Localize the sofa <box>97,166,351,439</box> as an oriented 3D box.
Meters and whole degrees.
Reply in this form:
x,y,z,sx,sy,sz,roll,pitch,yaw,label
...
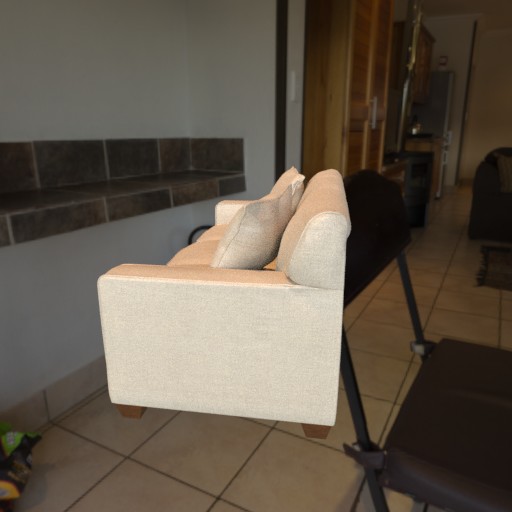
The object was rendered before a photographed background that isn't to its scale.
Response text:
x,y,z,sx,sy,sz,roll,pitch,yaw,label
0.000,0.000,2.633,0.997,0.958,2.024,3,16,9,sofa
